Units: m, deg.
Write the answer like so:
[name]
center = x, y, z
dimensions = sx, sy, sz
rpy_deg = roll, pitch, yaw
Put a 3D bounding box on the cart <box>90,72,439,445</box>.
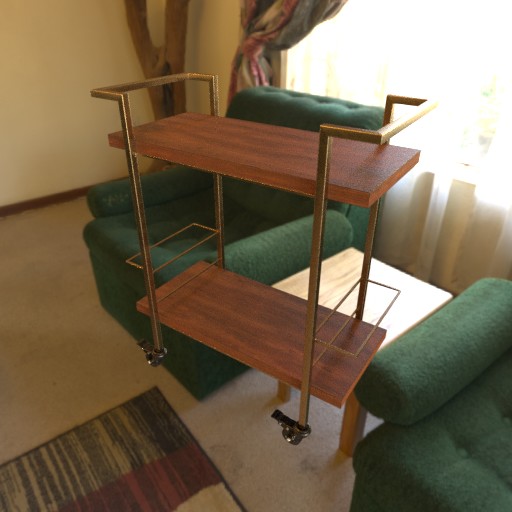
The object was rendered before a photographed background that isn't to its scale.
[cart]
center = 0.000, 0.000, 1.158
dimensions = 0.695, 0.807, 0.364
rpy_deg = 19, 35, 29
